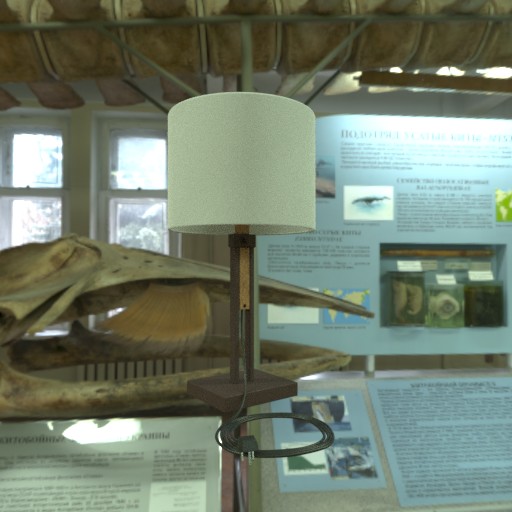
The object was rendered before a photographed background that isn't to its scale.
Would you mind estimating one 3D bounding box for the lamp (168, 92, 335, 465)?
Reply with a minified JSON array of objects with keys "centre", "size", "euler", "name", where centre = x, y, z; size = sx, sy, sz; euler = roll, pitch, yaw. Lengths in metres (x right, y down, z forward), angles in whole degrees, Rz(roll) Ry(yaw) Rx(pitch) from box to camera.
[{"centre":[0.000,0.000,0.997],"size":[0.396,0.668,0.525],"euler":[1,-1,-37],"name":"lamp"}]
